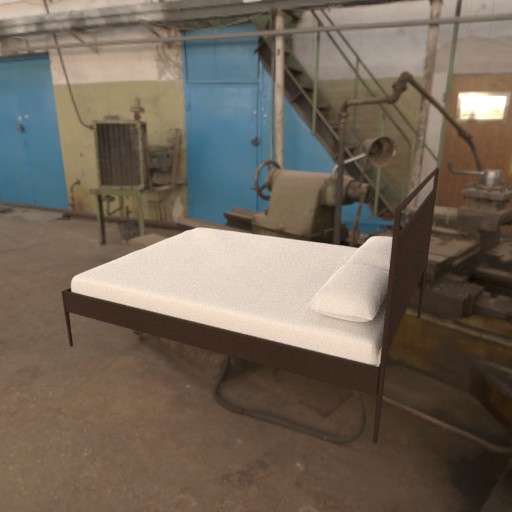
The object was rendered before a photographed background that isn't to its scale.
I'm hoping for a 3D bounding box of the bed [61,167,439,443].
[{"bbox_3d":[0.000,0.000,3.110,2.122,1.173,1.572,9,20,25],"label":"bed"}]
